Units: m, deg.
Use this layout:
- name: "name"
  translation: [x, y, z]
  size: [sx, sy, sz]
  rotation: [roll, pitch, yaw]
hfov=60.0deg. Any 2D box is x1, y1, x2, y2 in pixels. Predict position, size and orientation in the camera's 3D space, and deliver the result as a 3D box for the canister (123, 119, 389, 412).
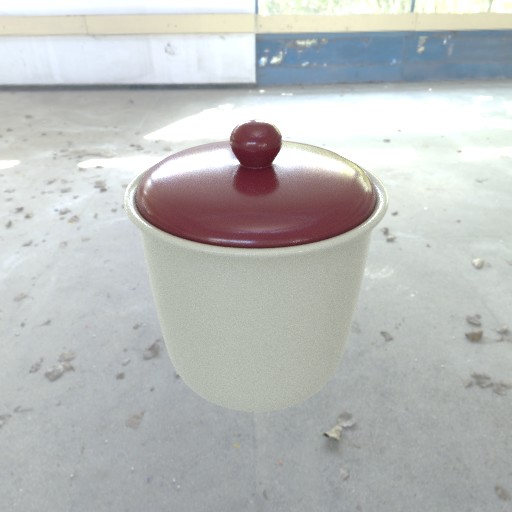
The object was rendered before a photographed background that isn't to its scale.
- name: "canister"
  translation: [0.000, 0.000, 0.343]
  size: [0.182, 0.208, 0.182]
  rotation: [0, 32, 0]
